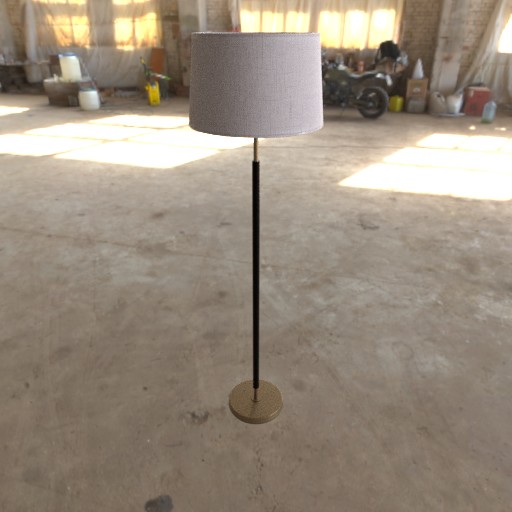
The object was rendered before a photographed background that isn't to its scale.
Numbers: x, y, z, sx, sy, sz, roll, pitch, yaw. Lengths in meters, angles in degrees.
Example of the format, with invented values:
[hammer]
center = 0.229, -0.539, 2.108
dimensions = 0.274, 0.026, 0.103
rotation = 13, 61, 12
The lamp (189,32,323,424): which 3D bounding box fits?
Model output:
[lamp]
center = 0.000, 0.000, 1.608
dimensions = 0.420, 1.447, 0.420
rotation = 0, 27, 0
